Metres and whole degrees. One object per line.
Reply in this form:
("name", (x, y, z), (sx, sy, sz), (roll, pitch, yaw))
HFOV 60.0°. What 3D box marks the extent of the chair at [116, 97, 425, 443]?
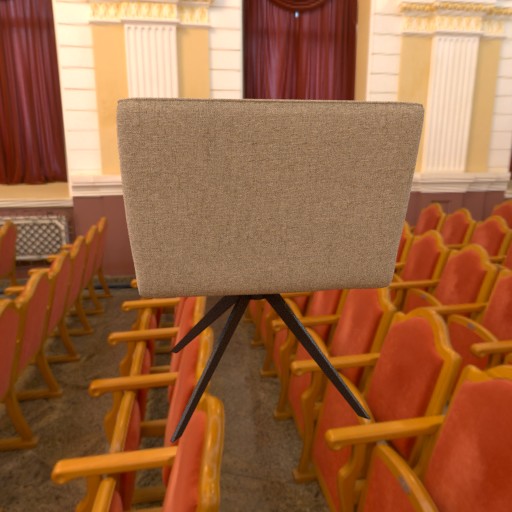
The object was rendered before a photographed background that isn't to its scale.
("chair", (0.000, 0.000, 1.235), (0.628, 0.760, 0.623), (-2, 13, -8))
